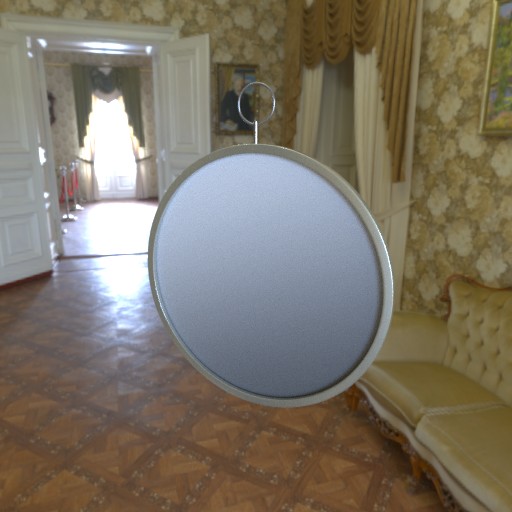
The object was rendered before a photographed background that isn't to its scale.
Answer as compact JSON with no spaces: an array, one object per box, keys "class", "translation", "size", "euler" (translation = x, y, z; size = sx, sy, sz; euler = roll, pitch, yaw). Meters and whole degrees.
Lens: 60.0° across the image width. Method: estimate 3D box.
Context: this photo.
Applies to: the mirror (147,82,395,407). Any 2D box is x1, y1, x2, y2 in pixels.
[{"class":"mirror","translation":[0.000,0.000,0.969],"size":[0.594,0.713,0.020],"euler":[7,16,26]}]
